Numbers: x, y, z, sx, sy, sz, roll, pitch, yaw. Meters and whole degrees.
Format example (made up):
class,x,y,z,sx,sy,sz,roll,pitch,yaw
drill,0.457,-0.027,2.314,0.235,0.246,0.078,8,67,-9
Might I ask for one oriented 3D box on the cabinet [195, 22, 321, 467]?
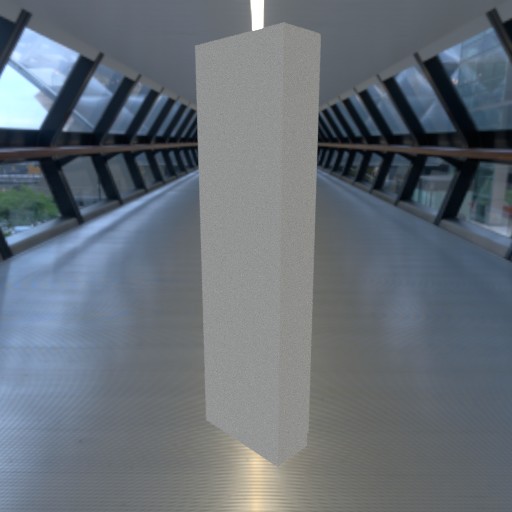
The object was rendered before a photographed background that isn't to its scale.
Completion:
class,x,y,z,sx,sy,sz,roll,pitch,yaw
cabinet,0.000,0.000,1.997,0.500,1.790,0.230,13,19,43
